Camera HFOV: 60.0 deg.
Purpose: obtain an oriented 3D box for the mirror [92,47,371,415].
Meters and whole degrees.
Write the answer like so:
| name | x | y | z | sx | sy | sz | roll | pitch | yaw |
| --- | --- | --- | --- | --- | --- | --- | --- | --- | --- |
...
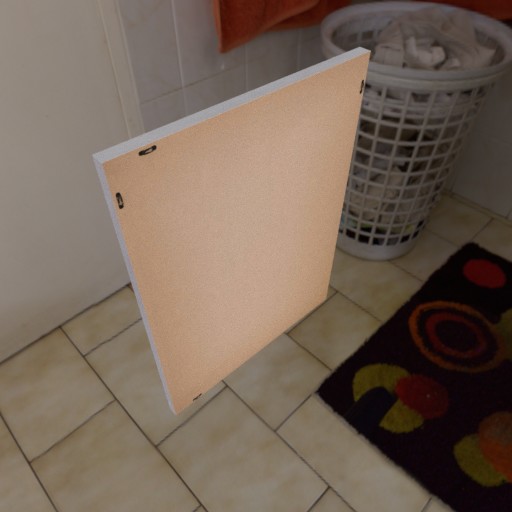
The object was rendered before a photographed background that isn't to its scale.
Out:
| name | x | y | z | sx | sy | sz | roll | pitch | yaw |
| --- | --- | --- | --- | --- | --- | --- | --- | --- | --- |
| mirror | 0.000 | 0.000 | 1.334 | 0.762 | 1.016 | 0.041 | -33 | 54 | -28 |
